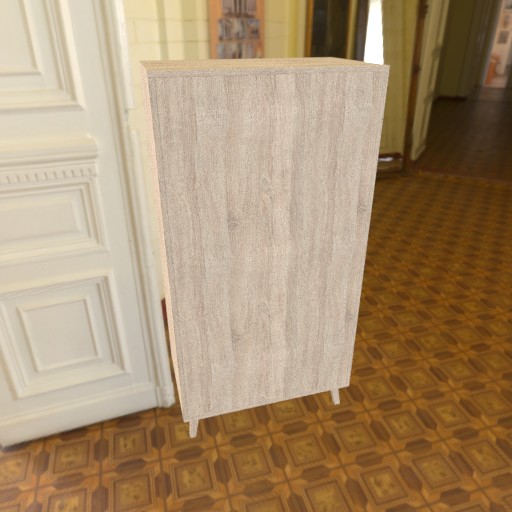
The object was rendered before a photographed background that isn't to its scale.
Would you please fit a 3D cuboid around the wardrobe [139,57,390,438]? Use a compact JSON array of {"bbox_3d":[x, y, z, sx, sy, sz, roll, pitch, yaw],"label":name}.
[{"bbox_3d":[0.000,0.000,2.446,1.000,1.960,0.600,-8,28,-14],"label":"wardrobe"}]
